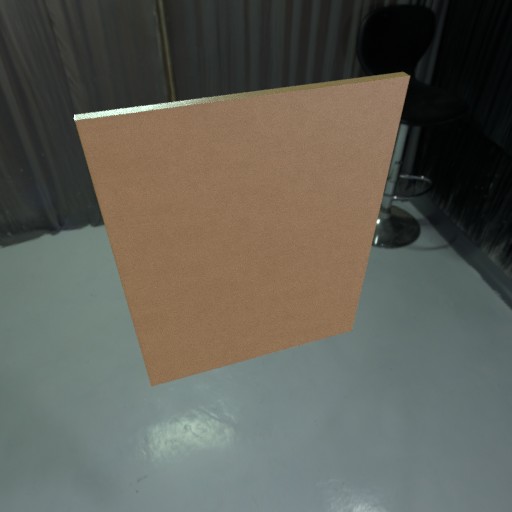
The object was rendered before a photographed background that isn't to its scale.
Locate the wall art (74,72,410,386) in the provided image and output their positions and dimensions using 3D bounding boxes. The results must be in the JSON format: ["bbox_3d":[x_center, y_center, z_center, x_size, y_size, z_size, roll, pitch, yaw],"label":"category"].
[{"bbox_3d":[0.000,0.000,1.353,0.798,1.002,0.030,-13,43,-14],"label":"wall art"}]
